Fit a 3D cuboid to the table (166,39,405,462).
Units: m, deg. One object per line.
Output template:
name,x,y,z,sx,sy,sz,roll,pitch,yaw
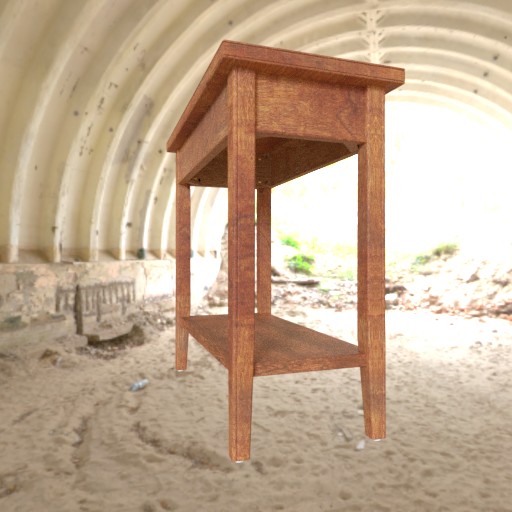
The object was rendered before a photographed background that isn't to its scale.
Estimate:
table,0.000,0.000,0.958,0.305,0.610,0.610,0,0,-19
